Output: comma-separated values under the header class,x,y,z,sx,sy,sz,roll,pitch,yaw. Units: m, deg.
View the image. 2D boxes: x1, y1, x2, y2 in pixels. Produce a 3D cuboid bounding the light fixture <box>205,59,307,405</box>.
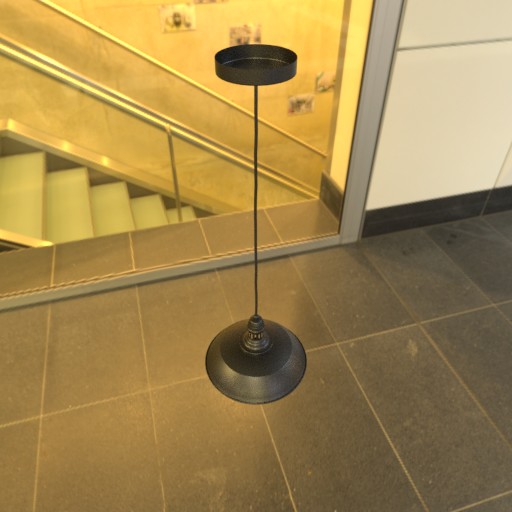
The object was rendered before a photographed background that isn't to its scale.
class,x,y,z,sx,sy,sz,roll,pitch,yaw
light fixture,0.000,0.000,1.159,0.331,0.993,0.331,-25,47,-26
